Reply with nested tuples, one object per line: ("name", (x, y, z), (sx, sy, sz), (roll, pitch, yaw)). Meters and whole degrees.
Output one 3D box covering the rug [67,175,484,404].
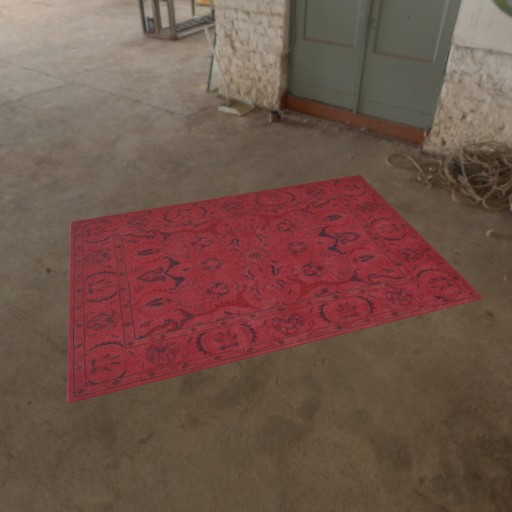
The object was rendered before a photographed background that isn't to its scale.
("rug", (0.000, 0.000, 2.266), (1.814, 0.008, 1.209), (-11, 41, -13))
